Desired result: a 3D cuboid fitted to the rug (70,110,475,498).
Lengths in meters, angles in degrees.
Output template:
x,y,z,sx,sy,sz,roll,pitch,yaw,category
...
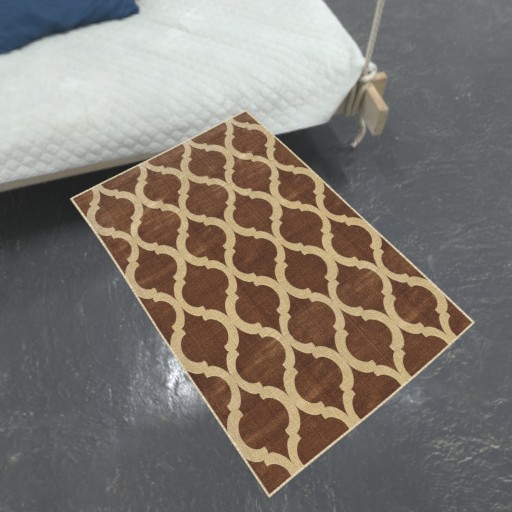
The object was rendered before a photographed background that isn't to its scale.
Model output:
x,y,z,sx,sy,sz,roll,pitch,yaw,category
0.000,0.000,2.830,1.522,0.008,2.284,-32,64,-18,rug
